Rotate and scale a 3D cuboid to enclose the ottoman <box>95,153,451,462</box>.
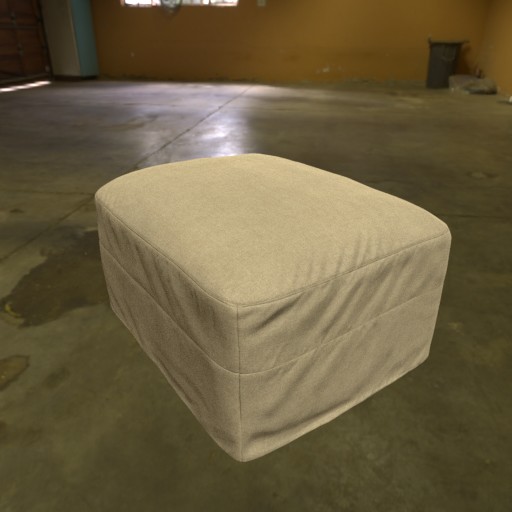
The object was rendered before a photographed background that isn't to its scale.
[{"bbox_3d":[0.000,0.000,1.271,0.683,0.481,0.837,-18,32,-31],"label":"ottoman"}]
